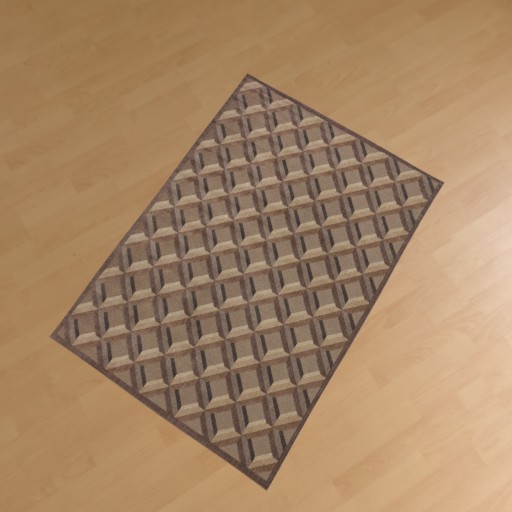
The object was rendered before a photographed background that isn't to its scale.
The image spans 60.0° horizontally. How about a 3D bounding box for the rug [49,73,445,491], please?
[{"bbox_3d":[0.000,0.000,2.872,1.600,0.013,2.260,32,77,8],"label":"rug"}]
